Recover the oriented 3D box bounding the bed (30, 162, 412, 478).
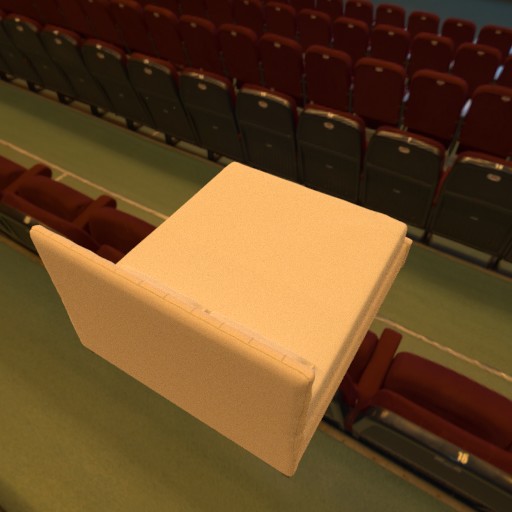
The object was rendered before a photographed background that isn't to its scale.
[{"bbox_3d":[0.000,0.000,3.699,2.078,1.427,2.387,24,51,21],"label":"bed"}]
